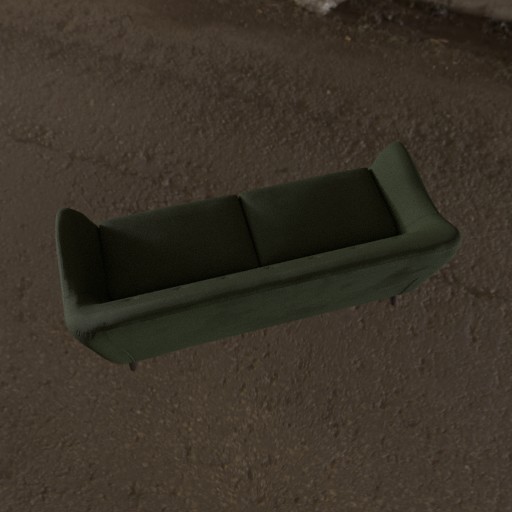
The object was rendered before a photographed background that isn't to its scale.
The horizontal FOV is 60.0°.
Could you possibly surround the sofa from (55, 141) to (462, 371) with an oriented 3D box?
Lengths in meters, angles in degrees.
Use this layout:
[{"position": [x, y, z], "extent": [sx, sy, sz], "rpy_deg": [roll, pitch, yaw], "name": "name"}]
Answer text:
[{"position": [0.000, 0.000, 2.247], "extent": [1.840, 0.836, 0.820], "rpy_deg": [-13, 60, -8], "name": "sofa"}]
